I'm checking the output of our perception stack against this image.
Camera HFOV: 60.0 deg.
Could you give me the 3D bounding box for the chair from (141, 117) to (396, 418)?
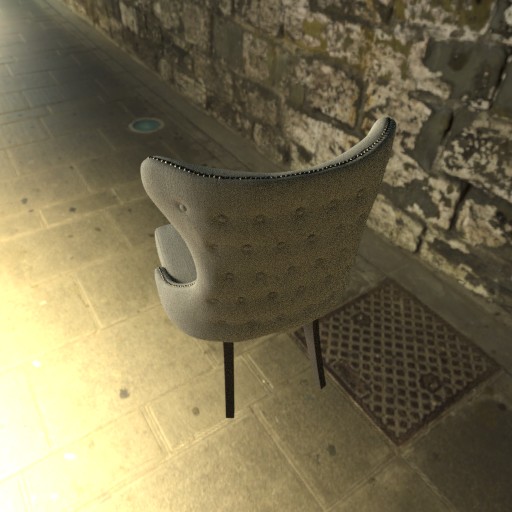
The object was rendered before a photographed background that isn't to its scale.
[{"bbox_3d":[0.000,0.000,1.392,0.628,0.967,0.635,-13,43,-15],"label":"chair"}]
